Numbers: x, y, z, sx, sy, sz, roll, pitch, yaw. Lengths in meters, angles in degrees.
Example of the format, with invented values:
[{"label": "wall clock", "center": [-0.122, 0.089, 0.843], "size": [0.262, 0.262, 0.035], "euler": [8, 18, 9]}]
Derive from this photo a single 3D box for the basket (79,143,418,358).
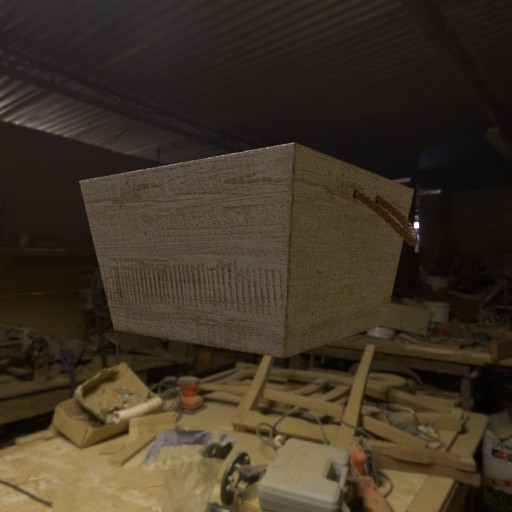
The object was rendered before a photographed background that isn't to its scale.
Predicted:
[{"label": "basket", "center": [0.000, 0.000, 0.767], "size": [0.545, 0.247, 0.413], "euler": [0, 0, 37]}]
